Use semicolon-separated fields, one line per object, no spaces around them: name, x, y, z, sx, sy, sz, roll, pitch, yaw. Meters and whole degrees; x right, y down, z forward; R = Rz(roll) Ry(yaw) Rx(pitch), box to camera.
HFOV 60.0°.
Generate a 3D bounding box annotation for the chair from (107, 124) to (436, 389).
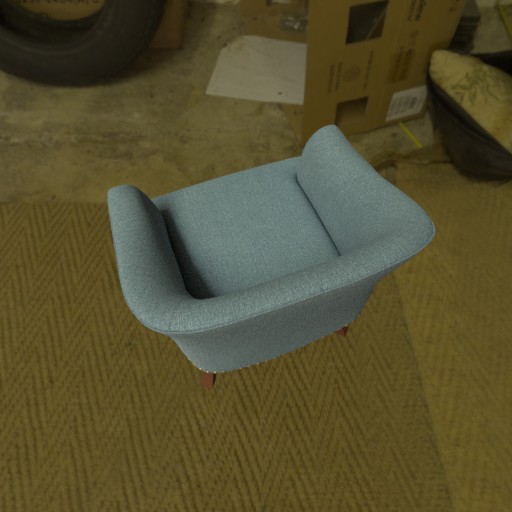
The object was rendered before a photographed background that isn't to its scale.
chair;0.000;0.000;1.405;0.772;0.815;0.704;-18;61;-10
